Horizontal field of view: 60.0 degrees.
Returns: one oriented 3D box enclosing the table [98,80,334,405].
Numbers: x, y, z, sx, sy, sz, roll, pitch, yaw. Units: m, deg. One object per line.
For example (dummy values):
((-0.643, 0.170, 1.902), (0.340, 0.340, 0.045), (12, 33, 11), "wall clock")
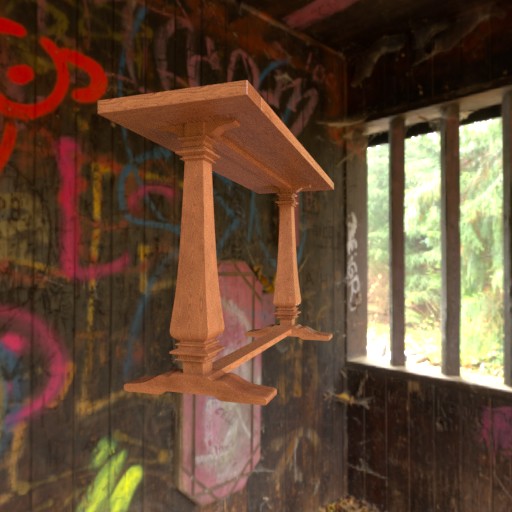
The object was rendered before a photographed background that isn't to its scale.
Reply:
((0.000, 0.000, 1.872), (0.461, 0.852, 1.478), (0, -1, 18), "table")
